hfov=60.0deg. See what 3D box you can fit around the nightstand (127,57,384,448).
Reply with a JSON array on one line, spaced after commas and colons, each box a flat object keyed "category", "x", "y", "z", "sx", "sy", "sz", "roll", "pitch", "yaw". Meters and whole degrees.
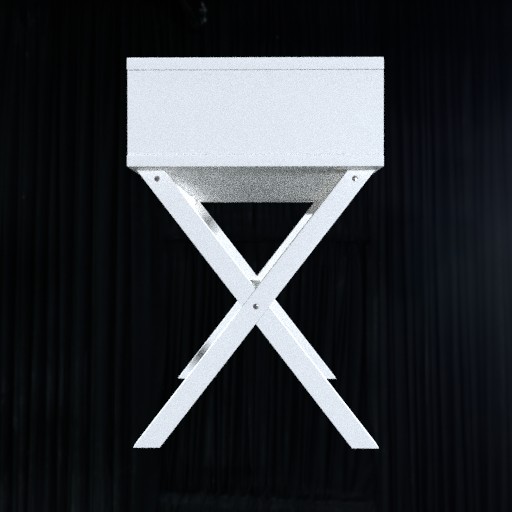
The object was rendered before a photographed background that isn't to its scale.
[{"category": "nightstand", "x": 0.000, "y": 0.000, "z": 0.932, "sx": 0.402, "sy": 0.623, "sz": 0.479, "roll": 0, "pitch": 0, "yaw": 0}]
